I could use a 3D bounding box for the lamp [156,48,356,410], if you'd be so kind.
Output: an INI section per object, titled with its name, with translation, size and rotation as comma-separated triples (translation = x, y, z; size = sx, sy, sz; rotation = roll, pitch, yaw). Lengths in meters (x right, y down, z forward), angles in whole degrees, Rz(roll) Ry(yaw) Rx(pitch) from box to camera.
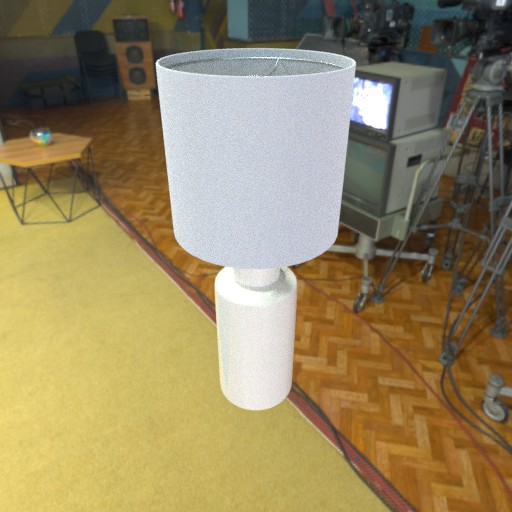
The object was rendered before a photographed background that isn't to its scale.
[lamp]
translation = 0.000, 0.000, 0.604
size = 0.212, 0.493, 0.212
rotation = 9, 32, 14
